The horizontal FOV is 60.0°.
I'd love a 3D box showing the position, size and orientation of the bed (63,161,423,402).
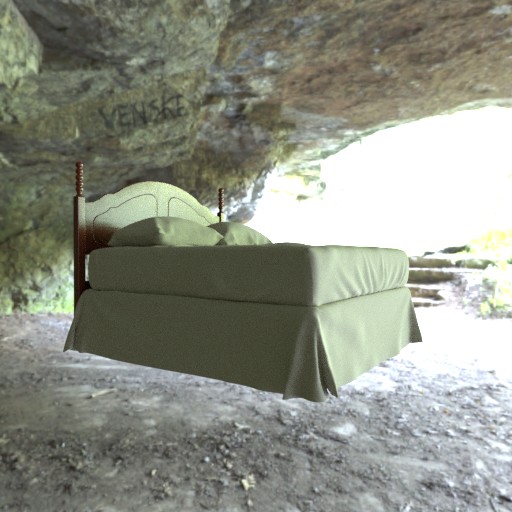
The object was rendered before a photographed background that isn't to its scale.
[{"bbox_3d":[0.000,0.000,3.279,2.040,1.356,1.873,0,1,35],"label":"bed"}]
